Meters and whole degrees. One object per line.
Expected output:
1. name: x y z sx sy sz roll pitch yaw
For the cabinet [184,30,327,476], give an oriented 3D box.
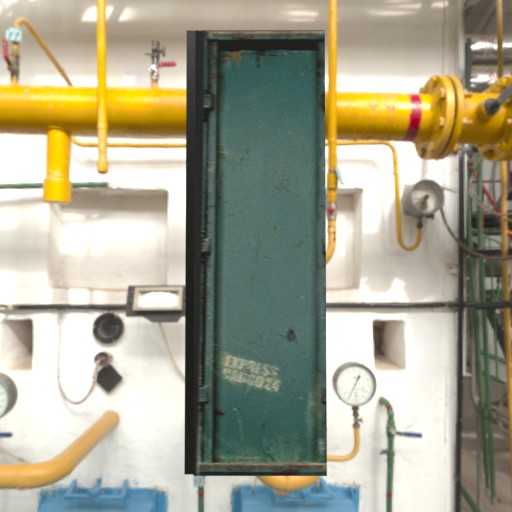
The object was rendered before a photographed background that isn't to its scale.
1. cabinet: 0.000 0.000 3.146 0.680 2.160 2.000 0 -2 0
